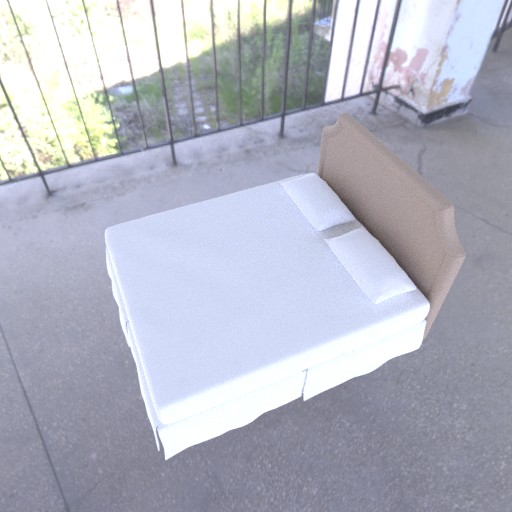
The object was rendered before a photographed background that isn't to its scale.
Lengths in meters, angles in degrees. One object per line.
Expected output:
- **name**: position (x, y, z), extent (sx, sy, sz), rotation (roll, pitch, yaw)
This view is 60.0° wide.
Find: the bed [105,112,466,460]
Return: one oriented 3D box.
- **bed**: position (0.000, 0.000, 4.235), extent (2.773, 1.590, 2.350), rotation (-18, 49, -16)
